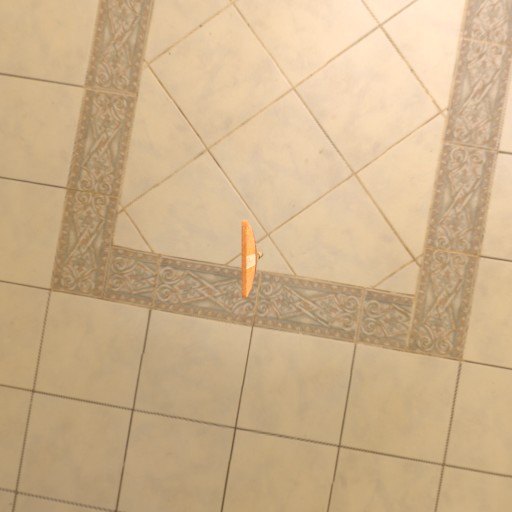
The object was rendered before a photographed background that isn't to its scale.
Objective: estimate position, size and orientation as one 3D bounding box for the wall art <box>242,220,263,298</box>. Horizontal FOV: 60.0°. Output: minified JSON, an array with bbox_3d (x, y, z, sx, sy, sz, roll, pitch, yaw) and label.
[{"bbox_3d":[0.000,0.000,1.597,0.038,1.556,0.146,0,90,2],"label":"wall art"}]
